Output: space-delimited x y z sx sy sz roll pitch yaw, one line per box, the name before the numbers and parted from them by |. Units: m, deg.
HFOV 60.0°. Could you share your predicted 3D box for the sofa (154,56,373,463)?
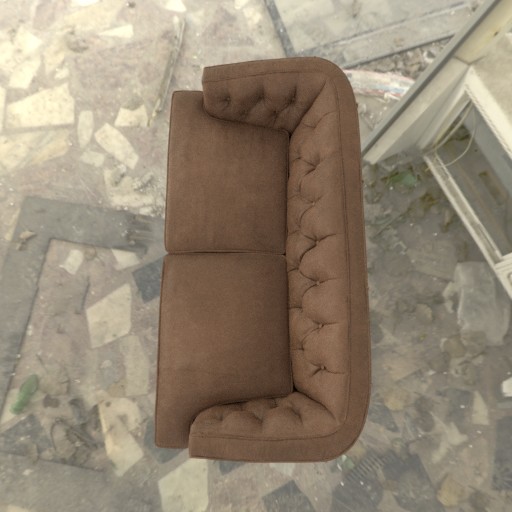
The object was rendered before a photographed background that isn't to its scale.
sofa | 0.000 0.000 2.169 0.917 0.799 1.767 0 77 0
